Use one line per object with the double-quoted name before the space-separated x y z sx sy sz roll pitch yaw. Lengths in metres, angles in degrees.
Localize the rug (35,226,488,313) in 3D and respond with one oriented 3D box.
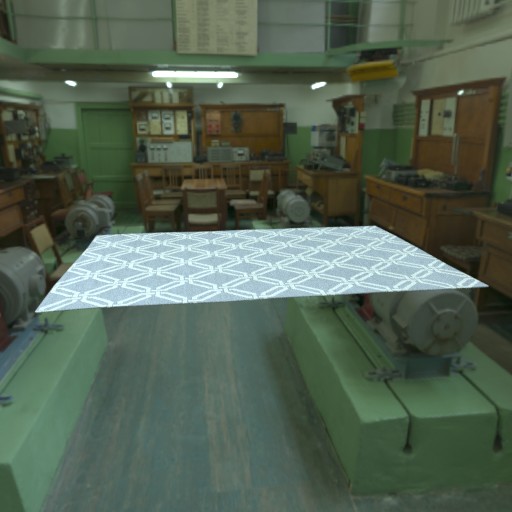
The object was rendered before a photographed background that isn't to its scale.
"rug" 0.000 0.000 2.214 1.754 0.010 1.148 -2 17 -8
